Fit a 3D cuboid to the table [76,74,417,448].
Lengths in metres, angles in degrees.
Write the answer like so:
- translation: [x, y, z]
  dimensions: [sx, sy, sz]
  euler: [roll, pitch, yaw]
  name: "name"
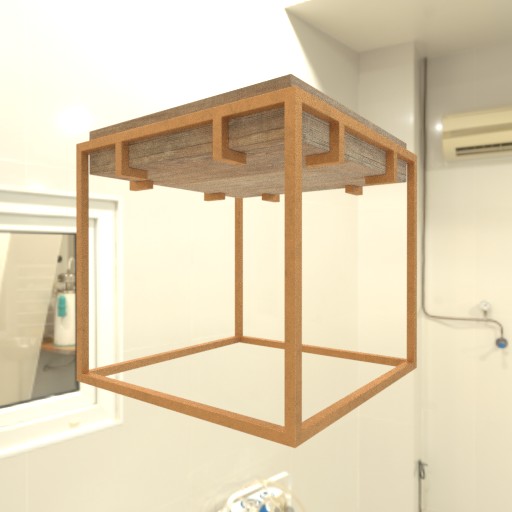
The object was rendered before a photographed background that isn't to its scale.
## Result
- translation: [0.000, 0.000, 1.095]
  dimensions: [0.599, 0.584, 0.599]
  euler: [0, 0, 37]
  name: "table"
